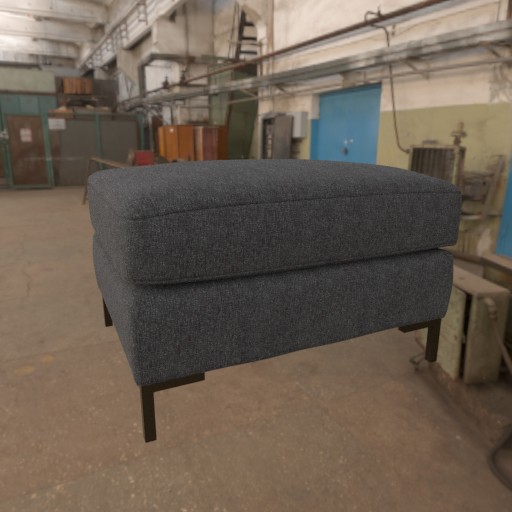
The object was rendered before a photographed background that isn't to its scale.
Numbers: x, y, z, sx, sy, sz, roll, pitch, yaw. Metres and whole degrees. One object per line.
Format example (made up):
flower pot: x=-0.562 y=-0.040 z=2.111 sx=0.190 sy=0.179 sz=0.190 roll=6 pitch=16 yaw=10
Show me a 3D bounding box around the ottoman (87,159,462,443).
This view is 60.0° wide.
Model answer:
ottoman: x=0.000 y=0.000 z=1.267 sx=0.831 sy=0.533 sz=0.695 roll=-7 pitch=17 yaw=-24
